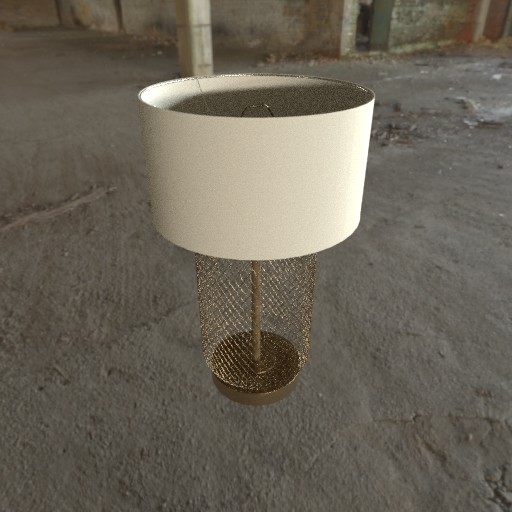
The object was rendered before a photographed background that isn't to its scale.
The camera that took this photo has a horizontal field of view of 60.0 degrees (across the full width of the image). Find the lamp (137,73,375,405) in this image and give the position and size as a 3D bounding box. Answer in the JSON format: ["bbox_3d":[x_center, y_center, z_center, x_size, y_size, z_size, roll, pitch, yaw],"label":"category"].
[{"bbox_3d":[0.000,0.000,0.816,0.353,0.578,0.353,0,30,0],"label":"lamp"}]
